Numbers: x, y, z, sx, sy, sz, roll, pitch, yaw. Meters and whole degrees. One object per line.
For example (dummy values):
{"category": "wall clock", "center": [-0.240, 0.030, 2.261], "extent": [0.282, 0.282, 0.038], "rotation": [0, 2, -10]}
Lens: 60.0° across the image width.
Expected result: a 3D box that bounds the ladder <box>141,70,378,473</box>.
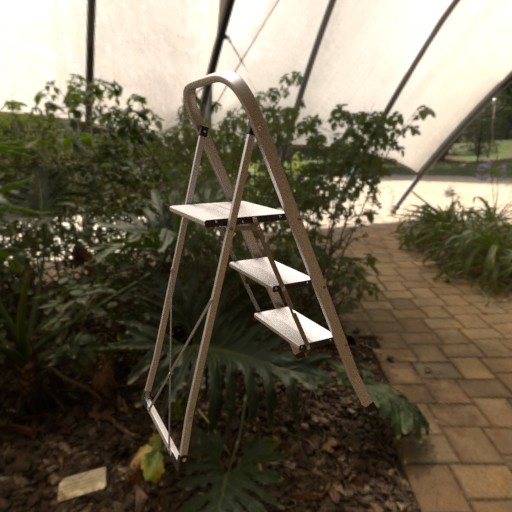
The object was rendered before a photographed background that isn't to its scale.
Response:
{"category": "ladder", "center": [0.000, 0.000, 1.423], "extent": [0.704, 1.070, 0.465], "rotation": [-8, 16, -27]}
